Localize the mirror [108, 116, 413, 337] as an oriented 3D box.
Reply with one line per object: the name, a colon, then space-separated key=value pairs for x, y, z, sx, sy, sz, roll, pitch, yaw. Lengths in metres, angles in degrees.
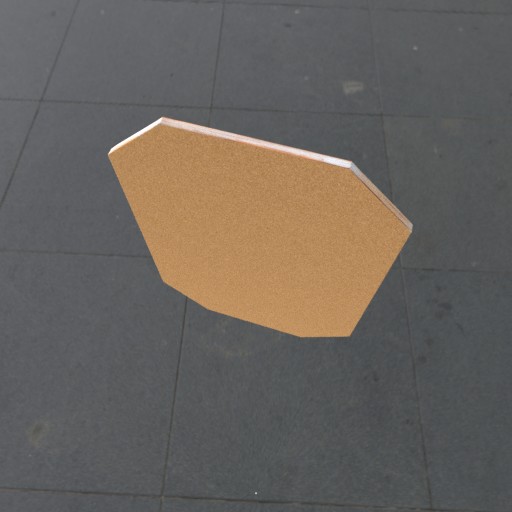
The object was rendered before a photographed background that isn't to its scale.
mirror: x=0.000 y=0.000 z=1.318 sx=0.709 sy=1.015 sz=0.061 roll=15 pitch=63 yaw=8
